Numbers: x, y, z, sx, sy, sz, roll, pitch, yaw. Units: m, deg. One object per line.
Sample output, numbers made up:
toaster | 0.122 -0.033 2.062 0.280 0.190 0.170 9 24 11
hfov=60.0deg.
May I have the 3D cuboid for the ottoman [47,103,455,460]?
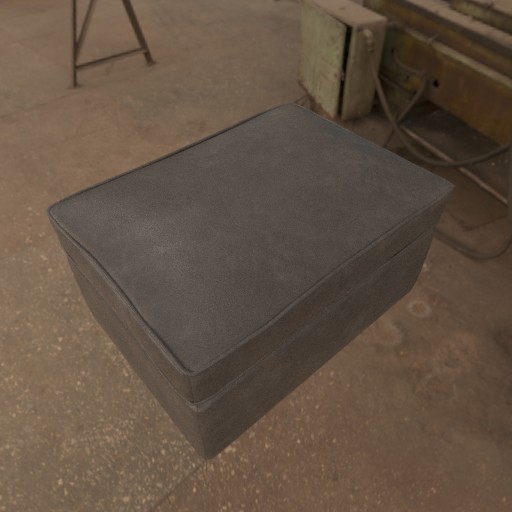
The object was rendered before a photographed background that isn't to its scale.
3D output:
ottoman | 0.000 0.000 1.110 0.756 0.445 0.554 -32 54 -27
